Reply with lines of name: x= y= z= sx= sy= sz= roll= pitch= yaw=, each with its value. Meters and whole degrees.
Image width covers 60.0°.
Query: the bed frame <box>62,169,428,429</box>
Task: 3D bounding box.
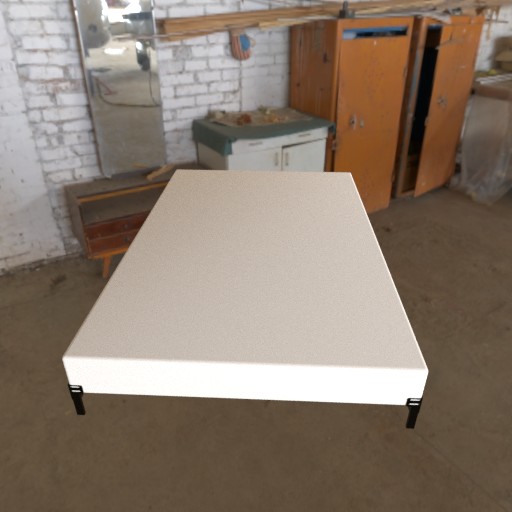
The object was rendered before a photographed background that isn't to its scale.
bed frame: x=0.000 y=0.000 z=3.689 sx=1.930 sy=0.440 sz=2.987 roll=1 pitch=30 yaw=2
